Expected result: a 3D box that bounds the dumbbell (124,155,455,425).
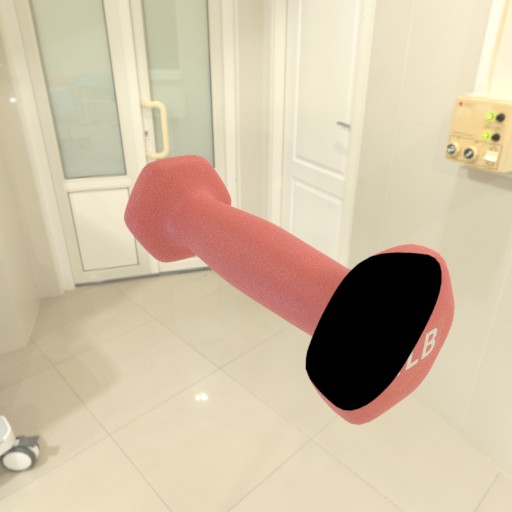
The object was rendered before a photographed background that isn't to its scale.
[{"bbox_3d":[0.000,0.000,0.146,0.047,0.043,0.123,-19,32,-32],"label":"dumbbell"}]
